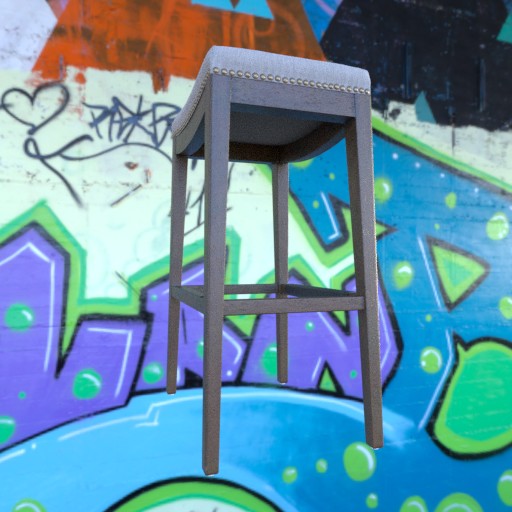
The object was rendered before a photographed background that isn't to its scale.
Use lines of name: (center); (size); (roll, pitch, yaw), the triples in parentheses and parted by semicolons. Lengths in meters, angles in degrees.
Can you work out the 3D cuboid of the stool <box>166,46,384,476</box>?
stool: (0.000, 0.000, 1.052); (0.356, 0.762, 0.508); (0, 0, -19)
